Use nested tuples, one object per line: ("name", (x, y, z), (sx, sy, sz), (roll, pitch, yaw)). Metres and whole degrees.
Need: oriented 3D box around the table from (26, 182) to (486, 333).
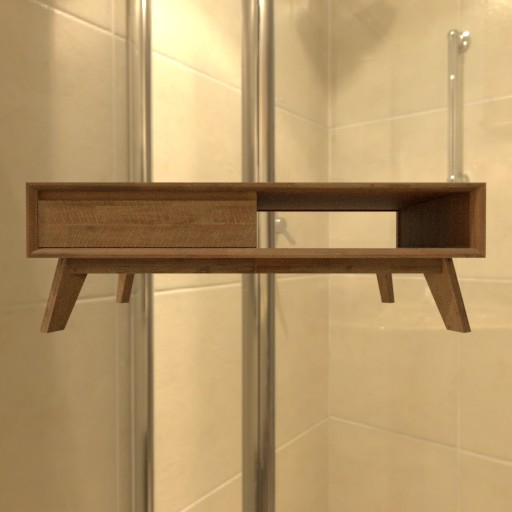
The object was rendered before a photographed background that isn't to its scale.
("table", (0.000, 0.000, 2.014), (1.619, 0.531, 0.918), (0, 1, 0))
